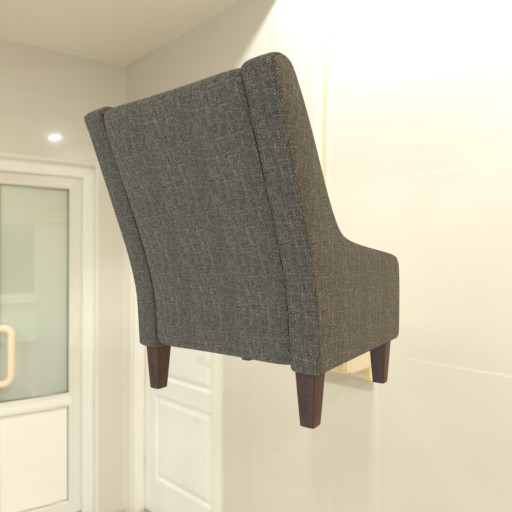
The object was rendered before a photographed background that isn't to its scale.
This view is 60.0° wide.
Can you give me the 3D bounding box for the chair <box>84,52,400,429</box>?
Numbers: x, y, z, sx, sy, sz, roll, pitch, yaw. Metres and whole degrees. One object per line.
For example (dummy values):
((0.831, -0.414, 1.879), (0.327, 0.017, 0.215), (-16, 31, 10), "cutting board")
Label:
((0.000, 0.000, 1.660), (0.793, 1.012, 0.944), (0, 0, 36), "chair")
